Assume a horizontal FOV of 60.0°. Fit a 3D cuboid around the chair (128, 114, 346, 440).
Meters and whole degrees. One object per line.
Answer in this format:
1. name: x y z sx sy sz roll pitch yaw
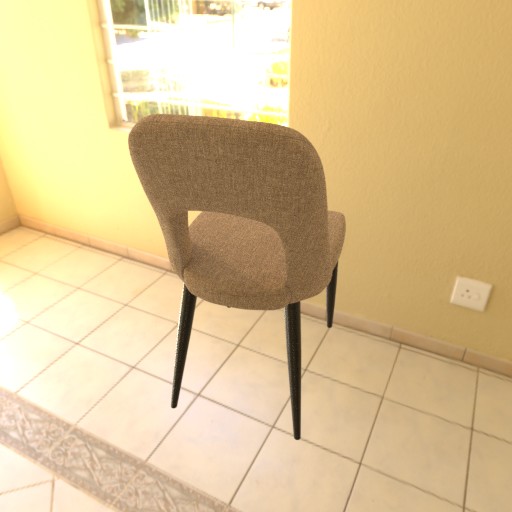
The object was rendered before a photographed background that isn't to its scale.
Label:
1. chair: 0.000 0.000 1.293 0.470 0.931 0.612 9 33 15
